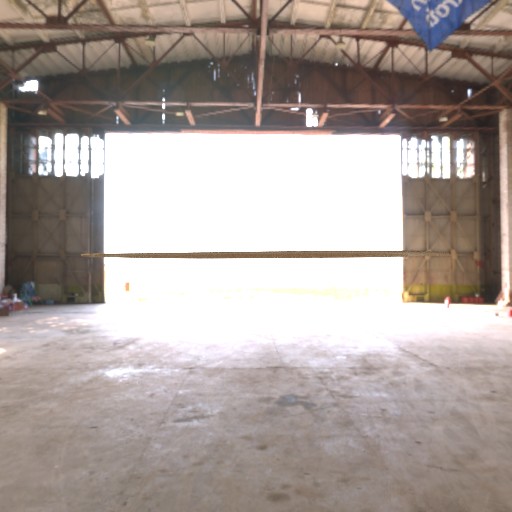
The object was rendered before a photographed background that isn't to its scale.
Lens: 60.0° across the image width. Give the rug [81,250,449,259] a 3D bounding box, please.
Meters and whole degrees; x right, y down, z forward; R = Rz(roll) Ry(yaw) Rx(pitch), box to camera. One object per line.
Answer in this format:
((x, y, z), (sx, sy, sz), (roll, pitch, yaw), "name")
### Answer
((0.000, 0.000, 3.034), (2.432, 0.006, 1.520), (-1, -2, 18), "rug")
